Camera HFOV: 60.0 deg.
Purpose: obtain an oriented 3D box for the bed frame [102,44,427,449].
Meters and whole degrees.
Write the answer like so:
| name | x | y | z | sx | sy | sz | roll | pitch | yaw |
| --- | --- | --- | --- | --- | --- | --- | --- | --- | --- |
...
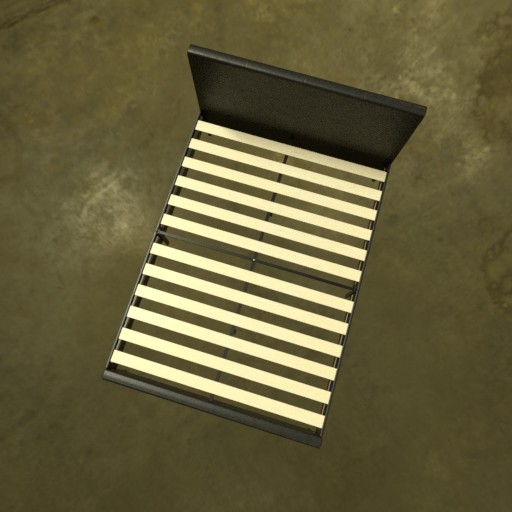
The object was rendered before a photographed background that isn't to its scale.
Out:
| name | x | y | z | sx | sy | sz | roll | pitch | yaw |
| --- | --- | --- | --- | --- | --- | --- | --- | --- | --- |
| bed frame | 0.000 | 0.000 | 3.233 | 1.634 | 1.127 | 2.318 | 16 | 78 | 4 |
